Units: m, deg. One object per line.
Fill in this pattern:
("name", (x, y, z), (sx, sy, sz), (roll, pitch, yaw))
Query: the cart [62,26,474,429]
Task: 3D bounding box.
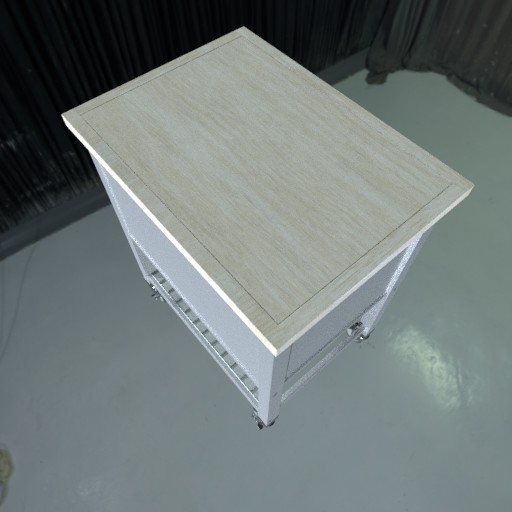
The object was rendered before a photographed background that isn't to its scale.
("cart", (0.000, 0.000, 1.376), (0.559, 0.914, 0.762), (-36, 65, -20))
